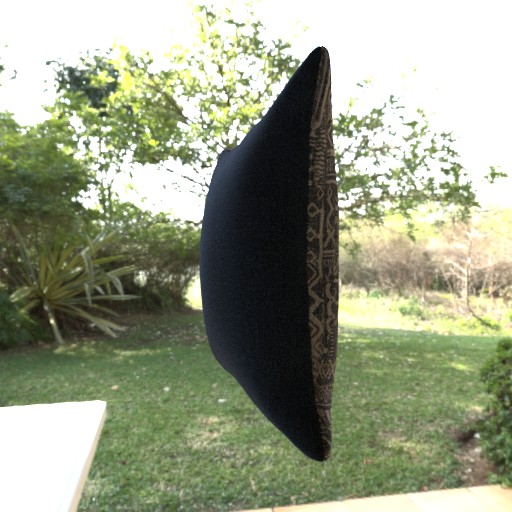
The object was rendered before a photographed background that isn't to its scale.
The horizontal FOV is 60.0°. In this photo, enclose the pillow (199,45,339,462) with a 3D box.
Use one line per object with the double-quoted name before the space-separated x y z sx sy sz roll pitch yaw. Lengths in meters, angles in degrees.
"pillow" 0.000 0.000 0.763 0.180 0.487 0.546 0 0 -17
